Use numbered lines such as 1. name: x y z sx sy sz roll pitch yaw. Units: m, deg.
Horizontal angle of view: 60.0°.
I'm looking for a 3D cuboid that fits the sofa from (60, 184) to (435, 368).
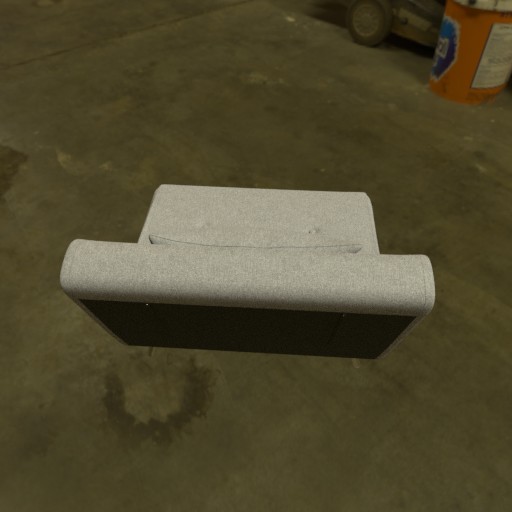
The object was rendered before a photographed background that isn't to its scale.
1. sofa: 0.000 0.000 1.762 1.020 0.825 1.000 3 46 3
